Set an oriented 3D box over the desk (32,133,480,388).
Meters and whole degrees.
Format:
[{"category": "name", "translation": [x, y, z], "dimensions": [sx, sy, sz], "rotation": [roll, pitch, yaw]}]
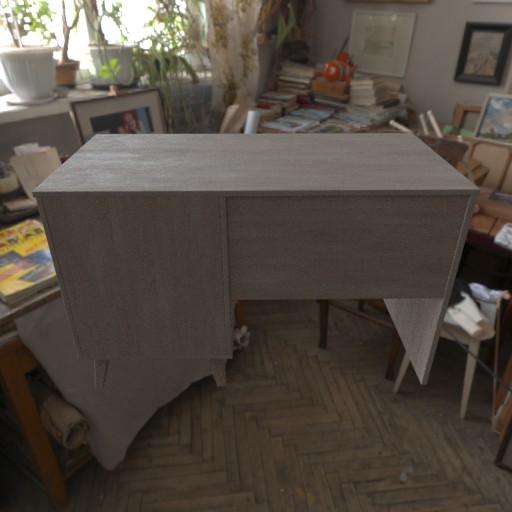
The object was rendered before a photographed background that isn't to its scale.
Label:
[{"category": "desk", "translation": [0.000, 0.000, 1.686], "dimensions": [1.251, 0.770, 0.600], "rotation": [0, 30, -1]}]
